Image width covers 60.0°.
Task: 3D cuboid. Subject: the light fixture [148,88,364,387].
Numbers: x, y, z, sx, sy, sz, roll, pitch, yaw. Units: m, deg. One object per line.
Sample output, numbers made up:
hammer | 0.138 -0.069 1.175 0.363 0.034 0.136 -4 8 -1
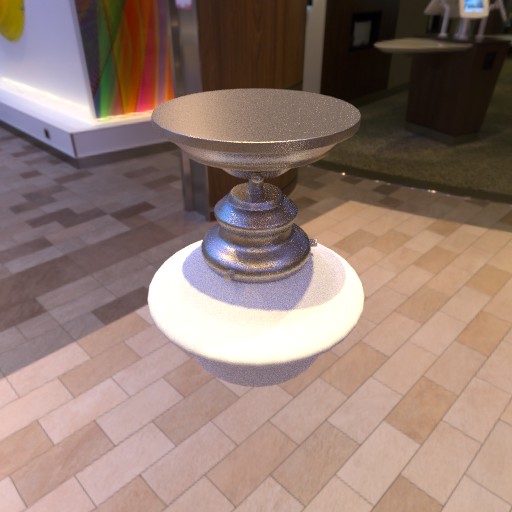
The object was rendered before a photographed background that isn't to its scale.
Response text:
light fixture | 0.000 0.000 0.394 0.199 0.254 0.199 0 32 0
